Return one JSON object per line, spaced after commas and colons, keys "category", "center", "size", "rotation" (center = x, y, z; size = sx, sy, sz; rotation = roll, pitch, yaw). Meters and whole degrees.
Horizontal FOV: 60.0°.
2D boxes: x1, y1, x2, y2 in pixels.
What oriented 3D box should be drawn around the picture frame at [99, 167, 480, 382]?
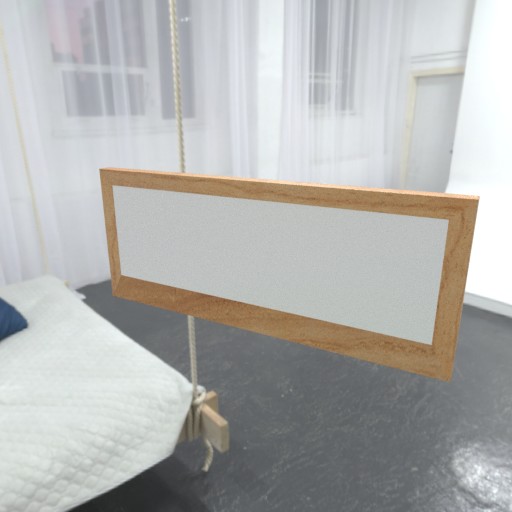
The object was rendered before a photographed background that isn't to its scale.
{"category": "picture frame", "center": [0.000, 0.000, 0.675], "size": [0.582, 0.234, 0.045], "rotation": [10, 20, 27]}
